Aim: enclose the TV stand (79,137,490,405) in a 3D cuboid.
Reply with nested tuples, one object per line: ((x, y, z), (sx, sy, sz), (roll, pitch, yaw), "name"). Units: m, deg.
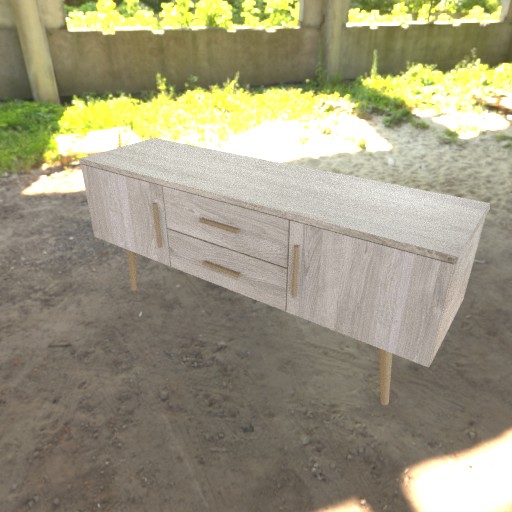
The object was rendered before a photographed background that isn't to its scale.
((0.000, 0.000, 1.548), (1.313, 0.565, 0.401), (18, 33, 30), "TV stand")
